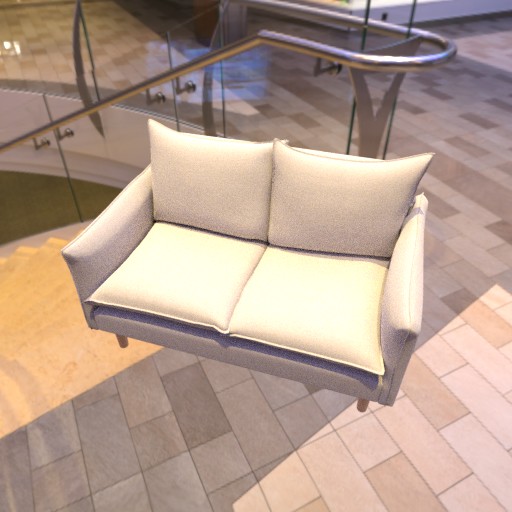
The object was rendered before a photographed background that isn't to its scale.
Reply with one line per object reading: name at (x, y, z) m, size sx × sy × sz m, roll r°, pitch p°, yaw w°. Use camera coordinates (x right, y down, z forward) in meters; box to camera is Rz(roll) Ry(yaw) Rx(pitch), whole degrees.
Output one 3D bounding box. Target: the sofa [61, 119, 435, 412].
sofa at (0.000, 0.000, 1.848) m, size 1.300 × 0.840 × 0.820 m, roll 11°, pitch 41°, yaw 13°
